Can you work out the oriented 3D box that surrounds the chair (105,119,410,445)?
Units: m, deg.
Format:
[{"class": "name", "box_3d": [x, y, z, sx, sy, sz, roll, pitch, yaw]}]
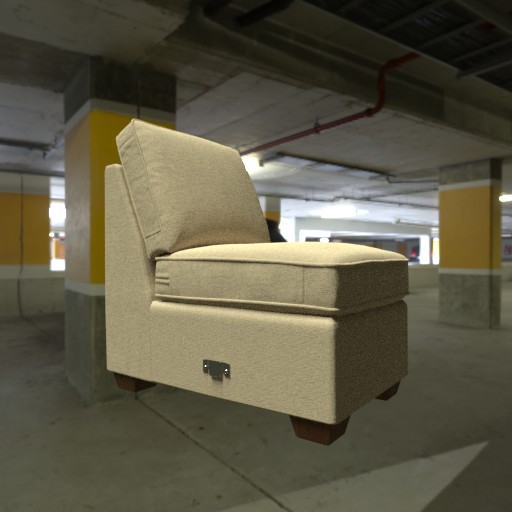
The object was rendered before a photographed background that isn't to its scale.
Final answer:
[{"class": "chair", "box_3d": [0.000, 0.000, 1.588, 0.938, 0.970, 0.621, 0, 0, 36]}]
